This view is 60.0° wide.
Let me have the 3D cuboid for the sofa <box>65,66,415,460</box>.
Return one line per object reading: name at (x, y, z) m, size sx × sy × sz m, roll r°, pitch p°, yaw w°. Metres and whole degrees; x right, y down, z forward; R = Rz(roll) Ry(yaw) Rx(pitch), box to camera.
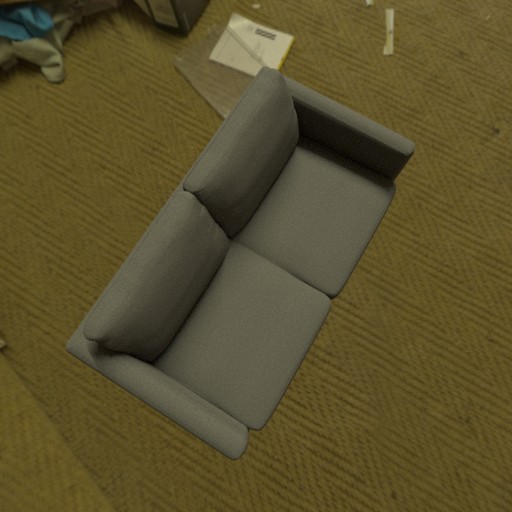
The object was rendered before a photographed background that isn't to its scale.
sofa at (0.000, 0.000, 2.279) m, size 0.940 × 0.866 × 1.713 m, roll 30°, pitch 77°, yaw 8°
